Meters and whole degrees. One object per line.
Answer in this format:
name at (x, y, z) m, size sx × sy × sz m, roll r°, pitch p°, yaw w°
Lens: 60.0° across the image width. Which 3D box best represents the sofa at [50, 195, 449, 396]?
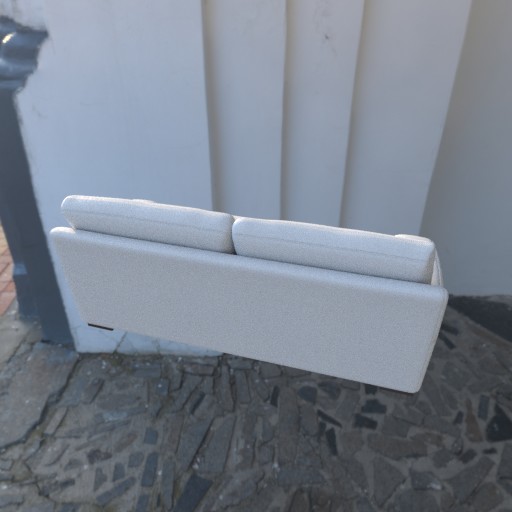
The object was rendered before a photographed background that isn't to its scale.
sofa at (0.000, 0.000, 2.900) m, size 2.261 × 0.940 × 1.143 m, roll 9°, pitch 33°, yaw 14°
